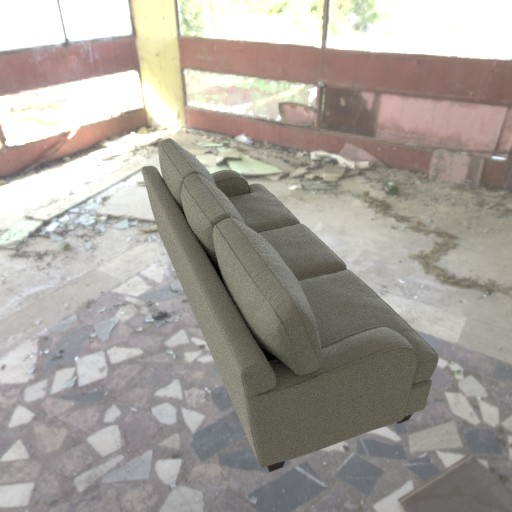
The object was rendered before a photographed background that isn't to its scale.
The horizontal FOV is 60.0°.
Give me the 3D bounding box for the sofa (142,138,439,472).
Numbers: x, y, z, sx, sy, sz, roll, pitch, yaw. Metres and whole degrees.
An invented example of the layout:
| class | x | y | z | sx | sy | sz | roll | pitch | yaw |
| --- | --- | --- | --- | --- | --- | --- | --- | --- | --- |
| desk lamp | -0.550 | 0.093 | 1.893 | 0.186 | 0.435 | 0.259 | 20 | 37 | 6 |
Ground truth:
| class | x | y | z | sx | sy | sz | roll | pitch | yaw |
| --- | --- | --- | --- | --- | --- | --- | --- | --- | --- |
| sofa | 0.000 | 0.000 | 2.827 | 1.016 | 0.997 | 2.323 | -12 | 34 | -18 |
